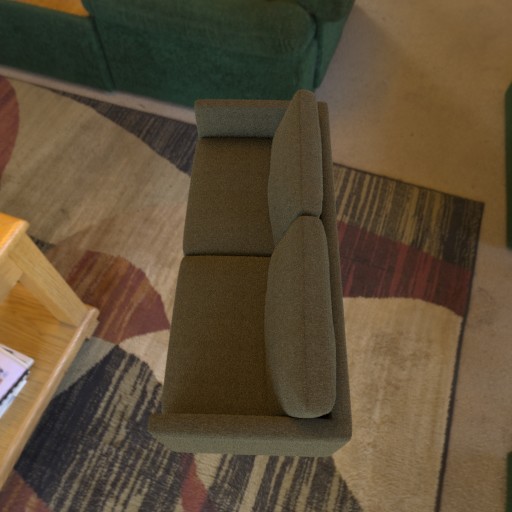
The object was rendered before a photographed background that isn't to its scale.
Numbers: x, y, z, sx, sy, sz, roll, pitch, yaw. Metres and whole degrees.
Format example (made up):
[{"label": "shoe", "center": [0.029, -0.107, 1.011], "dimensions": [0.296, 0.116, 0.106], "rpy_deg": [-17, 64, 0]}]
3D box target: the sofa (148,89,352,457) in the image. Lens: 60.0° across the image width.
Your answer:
[{"label": "sofa", "center": [0.000, 0.000, 2.752], "dimensions": [0.948, 0.965, 2.208], "rpy_deg": [1, 60, 1]}]
